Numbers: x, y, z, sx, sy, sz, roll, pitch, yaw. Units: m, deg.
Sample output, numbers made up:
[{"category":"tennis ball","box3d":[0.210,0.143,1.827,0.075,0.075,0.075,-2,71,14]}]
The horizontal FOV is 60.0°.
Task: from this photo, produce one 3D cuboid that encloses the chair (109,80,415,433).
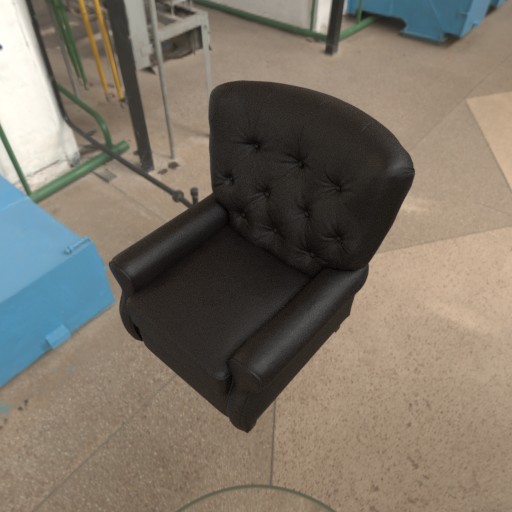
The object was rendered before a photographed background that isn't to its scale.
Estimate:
[{"category":"chair","box3d":[0.000,0.000,1.955,0.948,1.158,1.058,32,55,26]}]
